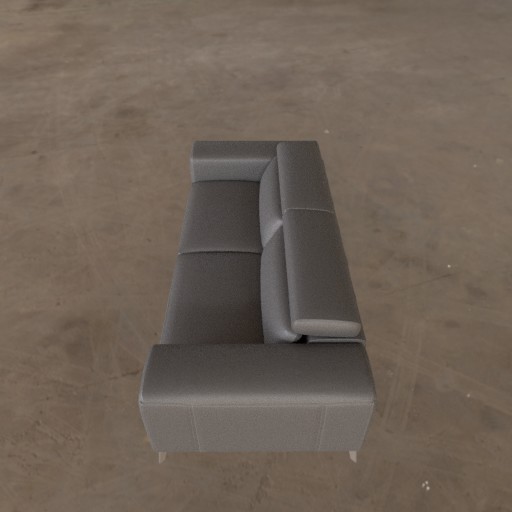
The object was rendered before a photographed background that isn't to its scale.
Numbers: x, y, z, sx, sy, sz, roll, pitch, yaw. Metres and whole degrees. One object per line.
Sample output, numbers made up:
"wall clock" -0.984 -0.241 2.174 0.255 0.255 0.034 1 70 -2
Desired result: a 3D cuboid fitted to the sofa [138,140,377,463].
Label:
"sofa" 0.000 0.000 2.813 1.023 0.759 2.321 0 41 0
